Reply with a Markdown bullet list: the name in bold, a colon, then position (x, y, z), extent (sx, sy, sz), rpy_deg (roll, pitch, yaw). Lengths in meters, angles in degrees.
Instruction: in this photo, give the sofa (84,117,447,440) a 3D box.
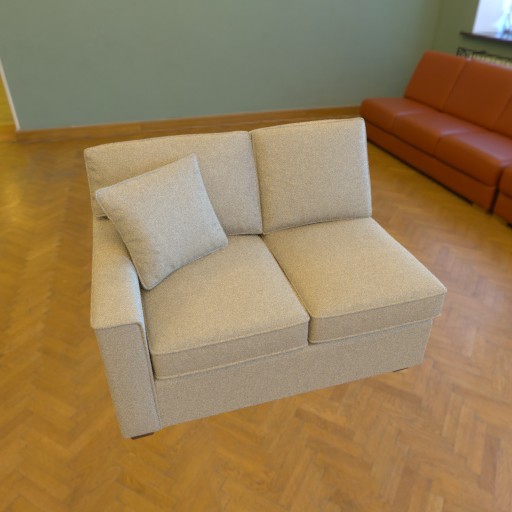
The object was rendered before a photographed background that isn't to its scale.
- **sofa**: position (0.000, 0.000, 2.030), extent (1.388, 0.989, 0.991), rpy_deg (-9, 34, -14)
